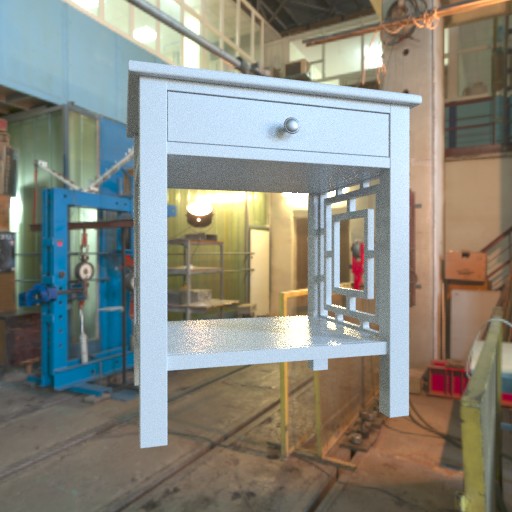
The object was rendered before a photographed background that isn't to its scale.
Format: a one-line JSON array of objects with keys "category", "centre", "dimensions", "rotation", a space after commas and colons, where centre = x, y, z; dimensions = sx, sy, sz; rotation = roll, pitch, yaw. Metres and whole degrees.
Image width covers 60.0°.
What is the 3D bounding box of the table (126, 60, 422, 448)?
[{"category": "table", "centre": [0.000, 0.000, 1.012], "dimensions": [0.564, 0.646, 0.451], "rotation": [0, 0, -17]}]
